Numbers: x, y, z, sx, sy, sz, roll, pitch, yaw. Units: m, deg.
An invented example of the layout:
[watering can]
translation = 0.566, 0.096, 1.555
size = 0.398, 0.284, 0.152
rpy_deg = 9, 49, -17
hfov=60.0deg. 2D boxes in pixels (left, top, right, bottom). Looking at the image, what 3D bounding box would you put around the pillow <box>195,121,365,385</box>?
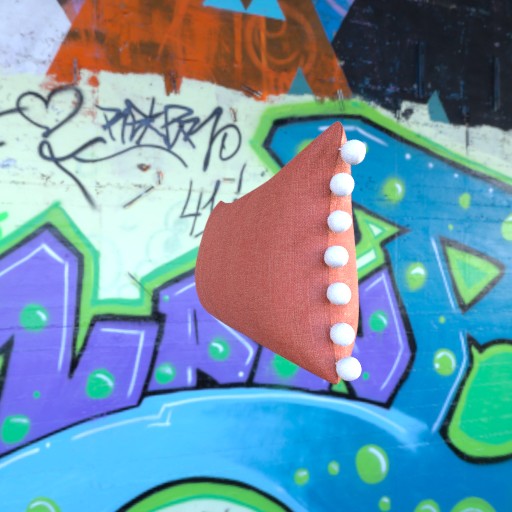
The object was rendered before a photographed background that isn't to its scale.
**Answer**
[pillow]
translation = 0.000, 0.000, 0.845
size = 0.201, 0.322, 0.709
rpy_deg = 0, -1, -17
